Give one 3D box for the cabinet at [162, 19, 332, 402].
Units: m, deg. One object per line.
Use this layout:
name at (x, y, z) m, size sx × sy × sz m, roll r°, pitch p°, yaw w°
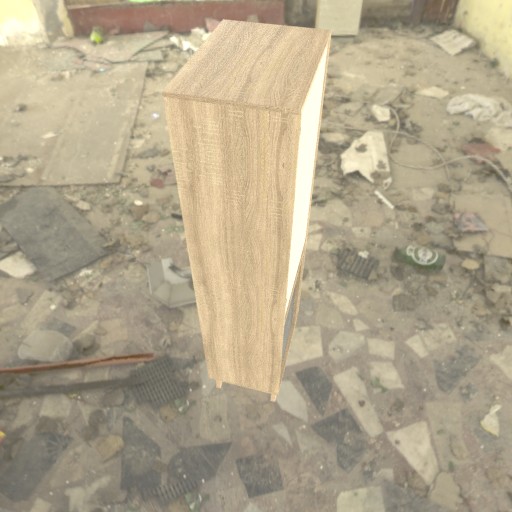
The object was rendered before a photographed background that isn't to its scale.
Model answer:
cabinet at (0.000, 0.000, 2.083) m, size 0.400 × 1.850 × 0.570 m, roll 11°, pitch 48°, yaw 10°
